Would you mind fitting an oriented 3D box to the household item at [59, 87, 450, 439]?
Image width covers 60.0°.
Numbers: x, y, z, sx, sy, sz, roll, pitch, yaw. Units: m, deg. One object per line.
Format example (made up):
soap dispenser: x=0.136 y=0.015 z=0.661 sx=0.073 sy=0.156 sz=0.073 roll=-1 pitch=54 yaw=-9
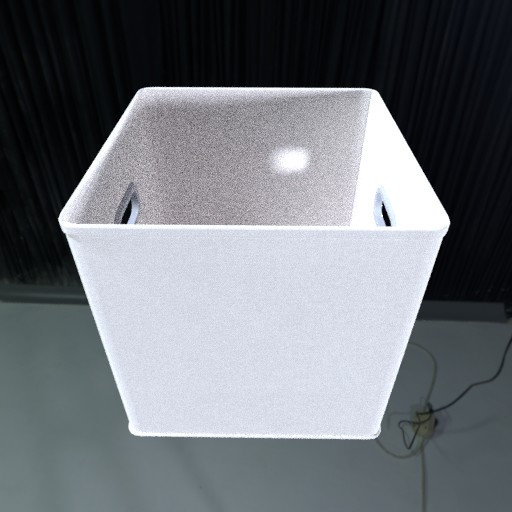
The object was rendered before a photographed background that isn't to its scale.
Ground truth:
household item: x=0.000 y=0.000 z=0.542 sx=0.305 sy=0.305 sz=0.305 roll=1 pitch=39 yaw=1
